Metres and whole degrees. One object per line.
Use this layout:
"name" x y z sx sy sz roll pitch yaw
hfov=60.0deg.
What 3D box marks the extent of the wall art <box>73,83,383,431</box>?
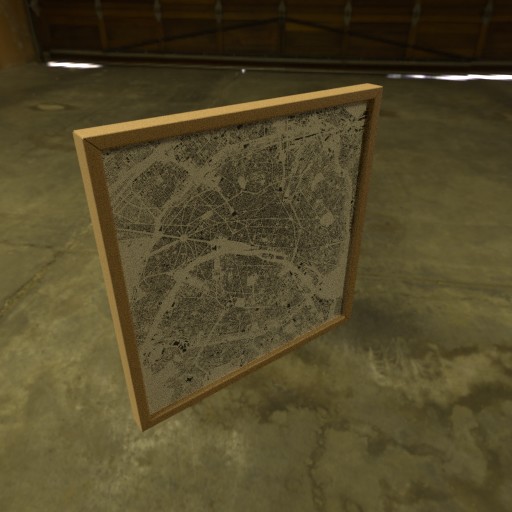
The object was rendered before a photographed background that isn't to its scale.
"wall art" 0.000 0.000 0.769 0.509 0.509 0.036 -21 37 -30
